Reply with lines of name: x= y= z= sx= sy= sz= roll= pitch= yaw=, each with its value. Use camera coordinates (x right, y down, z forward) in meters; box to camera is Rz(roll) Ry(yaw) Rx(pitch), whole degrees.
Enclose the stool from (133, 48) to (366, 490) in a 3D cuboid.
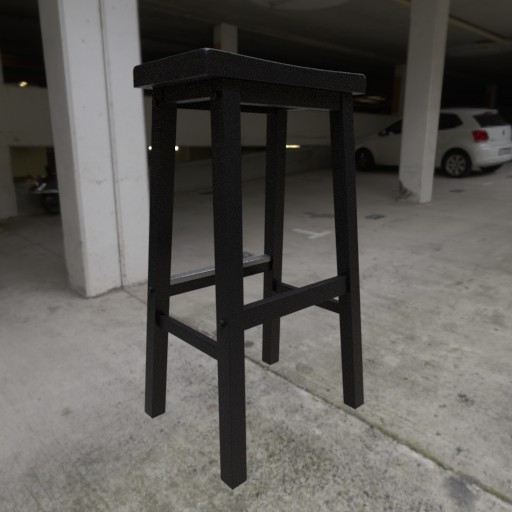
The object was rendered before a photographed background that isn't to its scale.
stool: x=0.000 y=0.000 z=0.952 sx=0.406 sy=0.742 sz=0.322 roll=-13 pitch=19 yaw=-41
